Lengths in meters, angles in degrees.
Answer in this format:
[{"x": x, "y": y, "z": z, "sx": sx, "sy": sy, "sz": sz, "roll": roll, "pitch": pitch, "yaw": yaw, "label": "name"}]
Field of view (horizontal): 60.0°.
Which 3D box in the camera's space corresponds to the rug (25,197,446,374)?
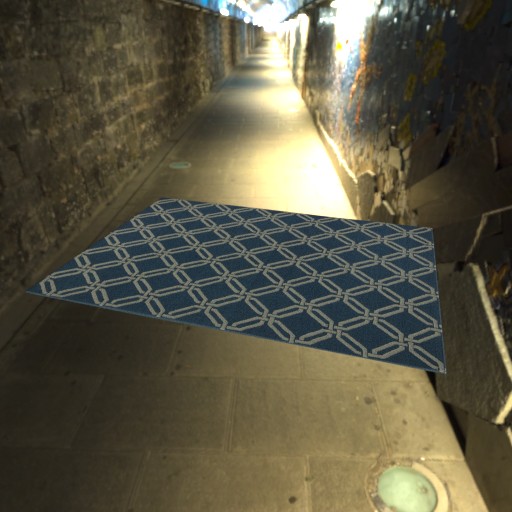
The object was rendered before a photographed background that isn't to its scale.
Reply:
[{"x": 0.000, "y": 0.000, "z": 4.341, "sx": 3.342, "sy": 0.018, "sz": 2.432, "roll": 8, "pitch": 29, "yaw": 15, "label": "rug"}]
